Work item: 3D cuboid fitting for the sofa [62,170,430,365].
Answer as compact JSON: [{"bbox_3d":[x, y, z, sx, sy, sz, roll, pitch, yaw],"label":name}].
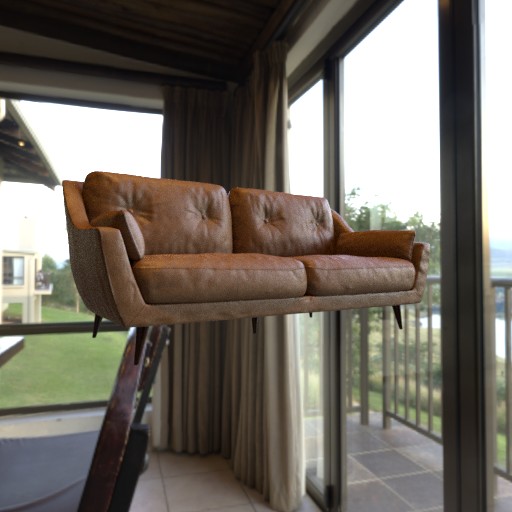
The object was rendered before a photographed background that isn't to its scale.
[{"bbox_3d":[0.000,0.000,2.385,1.902,0.839,0.904,1,-1,-35],"label":"sofa"}]
